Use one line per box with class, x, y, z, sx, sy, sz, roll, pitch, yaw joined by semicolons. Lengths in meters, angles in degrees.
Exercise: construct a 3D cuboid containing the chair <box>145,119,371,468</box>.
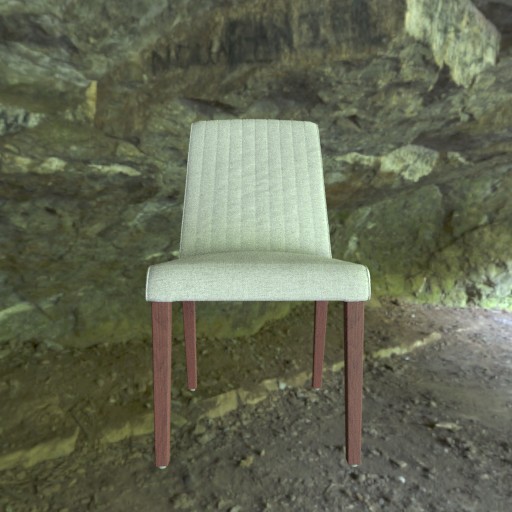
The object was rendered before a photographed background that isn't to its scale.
chair;0.000;0.000;1.219;0.480;0.900;0.594;0;1;-1
